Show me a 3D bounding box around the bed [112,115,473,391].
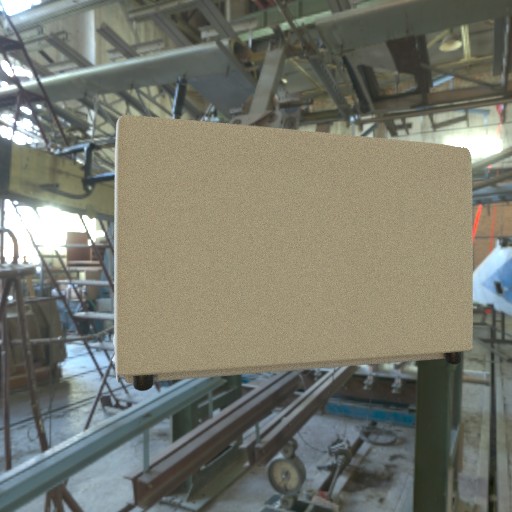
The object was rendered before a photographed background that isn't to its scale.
[{"bbox_3d":[0.000,0.000,3.451,2.119,1.317,2.341,0,-1,-17],"label":"bed"}]
